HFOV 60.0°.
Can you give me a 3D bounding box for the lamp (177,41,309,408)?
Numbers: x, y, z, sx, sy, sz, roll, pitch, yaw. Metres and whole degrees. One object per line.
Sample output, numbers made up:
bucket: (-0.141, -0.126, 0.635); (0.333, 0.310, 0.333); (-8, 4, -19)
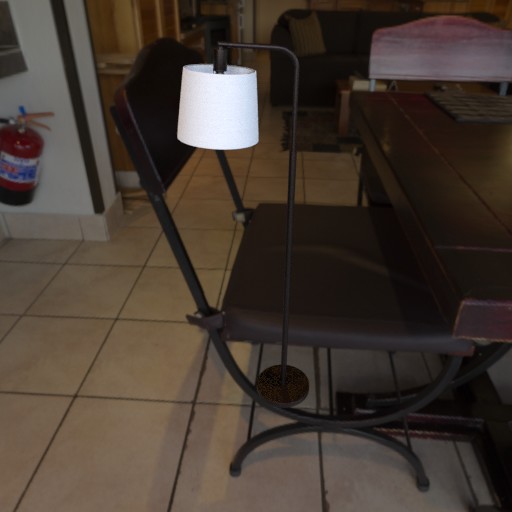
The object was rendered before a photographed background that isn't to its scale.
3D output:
lamp: (0.000, 0.000, 1.684); (0.508, 1.478, 0.254); (-8, 32, -13)
